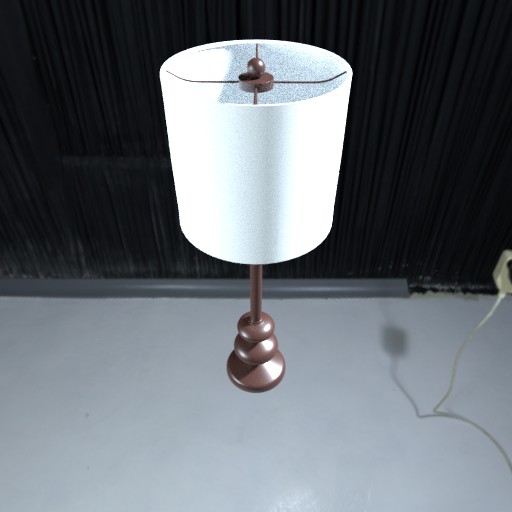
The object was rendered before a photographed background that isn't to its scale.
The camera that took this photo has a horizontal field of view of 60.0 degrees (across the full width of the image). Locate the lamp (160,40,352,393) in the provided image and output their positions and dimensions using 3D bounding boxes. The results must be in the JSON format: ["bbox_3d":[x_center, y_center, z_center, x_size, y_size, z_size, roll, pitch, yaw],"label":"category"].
[{"bbox_3d":[0.000,0.000,0.809,0.254,0.690,0.254,1,41,1],"label":"lamp"}]
